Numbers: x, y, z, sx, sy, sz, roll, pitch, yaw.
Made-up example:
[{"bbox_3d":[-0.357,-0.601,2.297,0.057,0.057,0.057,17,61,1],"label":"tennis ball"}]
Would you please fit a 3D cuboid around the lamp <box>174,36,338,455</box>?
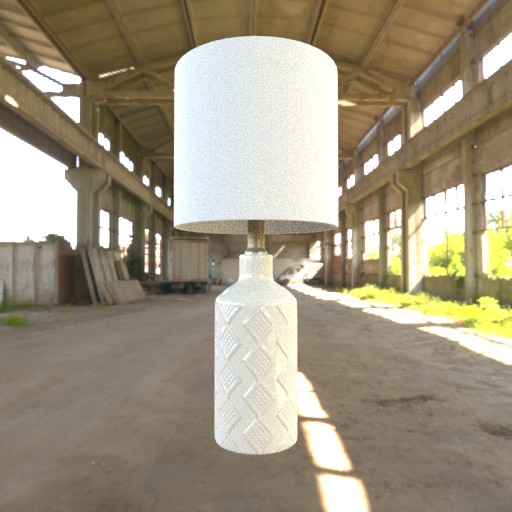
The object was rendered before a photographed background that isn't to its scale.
[{"bbox_3d":[0.000,0.000,0.566,0.207,0.461,0.207,1,-2,-35],"label":"lamp"}]
